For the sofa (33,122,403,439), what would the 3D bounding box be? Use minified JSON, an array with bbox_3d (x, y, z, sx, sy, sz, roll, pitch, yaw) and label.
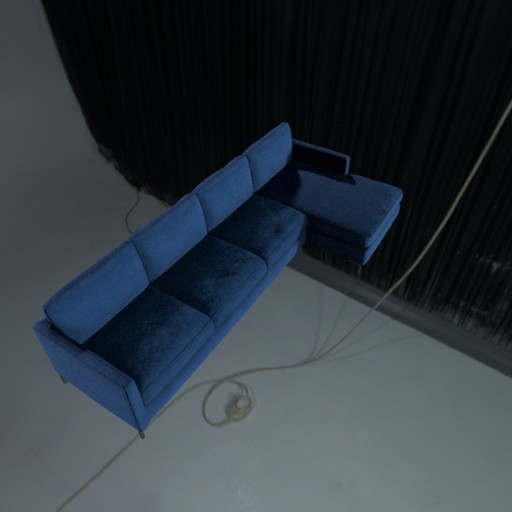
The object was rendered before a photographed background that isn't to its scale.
[{"bbox_3d":[0.000,0.000,3.394,1.350,0.810,2.932,24,48,24],"label":"sofa"}]
